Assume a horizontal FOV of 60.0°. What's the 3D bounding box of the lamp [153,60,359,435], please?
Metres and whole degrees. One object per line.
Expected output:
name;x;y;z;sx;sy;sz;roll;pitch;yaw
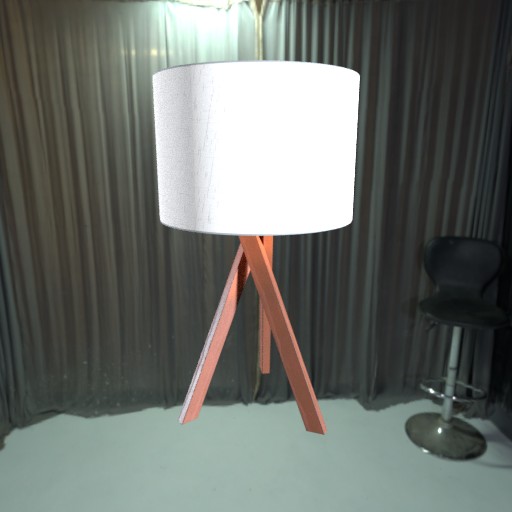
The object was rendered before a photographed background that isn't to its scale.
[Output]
lamp;0.000;0.000;0.917;0.380;0.686;0.380;-2;14;-8
